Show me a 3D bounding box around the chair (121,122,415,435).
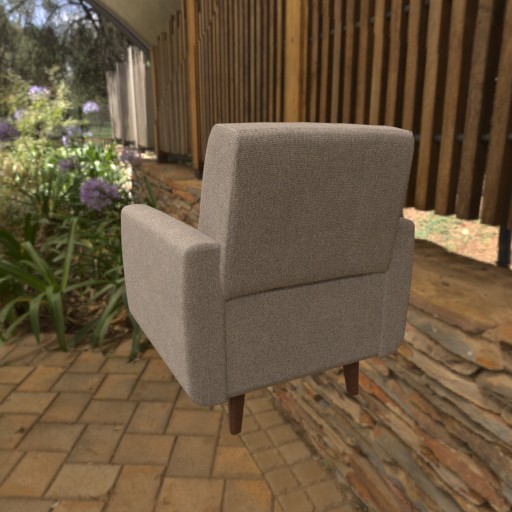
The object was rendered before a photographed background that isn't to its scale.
[{"bbox_3d":[0.000,0.000,1.704,0.845,0.968,0.942,-8,17,-26],"label":"chair"}]
